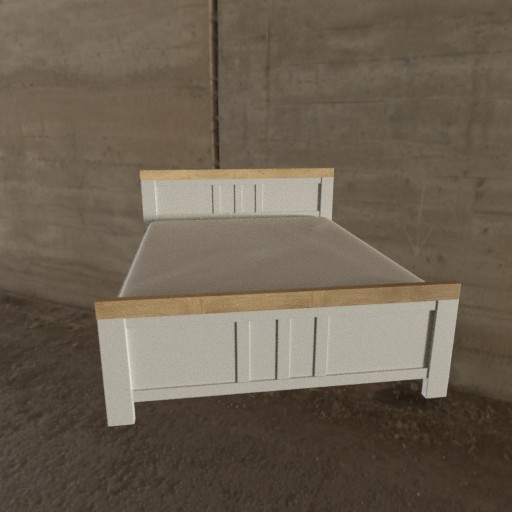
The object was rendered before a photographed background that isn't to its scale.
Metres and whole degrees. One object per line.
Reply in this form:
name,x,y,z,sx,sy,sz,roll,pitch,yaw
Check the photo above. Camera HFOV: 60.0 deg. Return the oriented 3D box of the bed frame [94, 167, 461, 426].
bed frame,0.000,0.000,2.987,1.670,0.980,2.050,-2,16,-8
